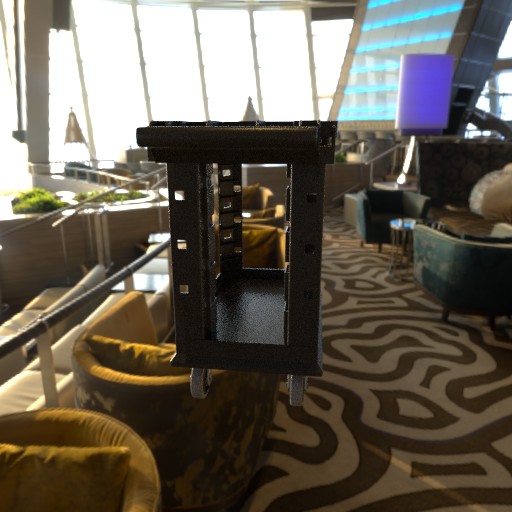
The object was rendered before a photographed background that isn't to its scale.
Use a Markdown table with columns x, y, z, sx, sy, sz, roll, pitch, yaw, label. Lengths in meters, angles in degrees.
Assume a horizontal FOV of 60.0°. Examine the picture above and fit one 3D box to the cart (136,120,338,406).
| x | y | z | sx | sy | sz | roll | pitch | yaw | label |
| --- | --- | --- | --- | --- | --- | --- | --- | --- | --- |
| 0.000 | 0.000 | 1.534 | 0.497 | 0.884 | 1.061 | 2 | 16 | 7 | cart |
